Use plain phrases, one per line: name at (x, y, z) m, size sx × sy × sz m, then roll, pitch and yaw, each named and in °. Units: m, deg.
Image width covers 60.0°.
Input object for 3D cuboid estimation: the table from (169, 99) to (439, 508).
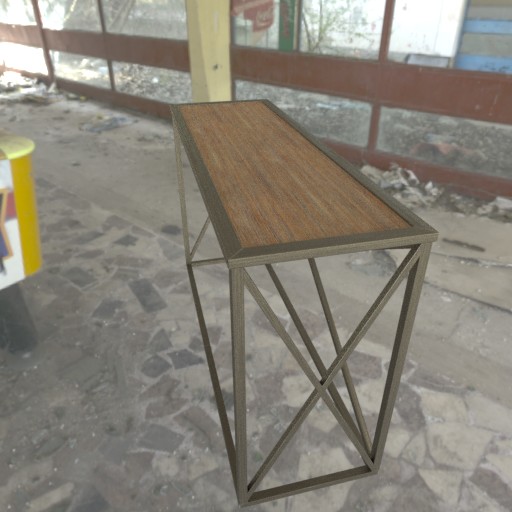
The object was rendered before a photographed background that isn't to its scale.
table at (0.000, 0.000, 1.484) m, size 0.402 × 0.753 × 1.216 m, roll -7°, pitch 32°, yaw -12°
